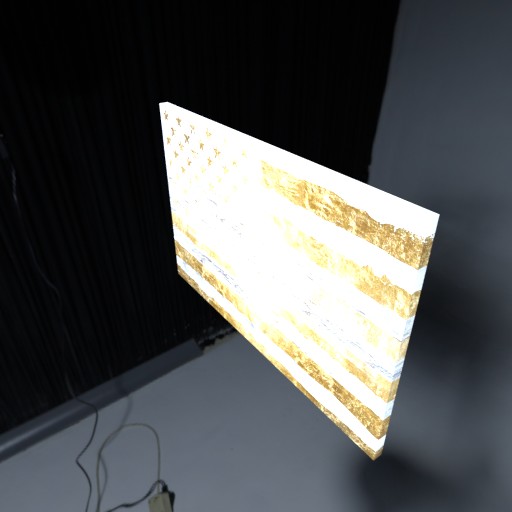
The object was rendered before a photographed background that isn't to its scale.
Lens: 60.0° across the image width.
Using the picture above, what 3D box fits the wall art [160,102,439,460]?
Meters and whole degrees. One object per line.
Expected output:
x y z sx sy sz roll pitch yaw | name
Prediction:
0.000 0.000 1.165 0.027 0.610 0.932 -21 38 -30 | wall art
